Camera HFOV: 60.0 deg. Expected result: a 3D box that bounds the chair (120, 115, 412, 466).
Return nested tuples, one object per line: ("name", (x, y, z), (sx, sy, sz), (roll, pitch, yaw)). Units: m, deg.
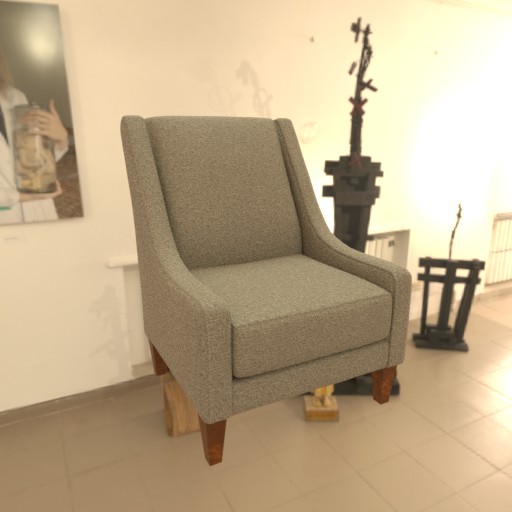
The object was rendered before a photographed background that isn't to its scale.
("chair", (0.000, 0.000, 1.649), (0.774, 1.016, 0.870), (-8, 17, -27))
